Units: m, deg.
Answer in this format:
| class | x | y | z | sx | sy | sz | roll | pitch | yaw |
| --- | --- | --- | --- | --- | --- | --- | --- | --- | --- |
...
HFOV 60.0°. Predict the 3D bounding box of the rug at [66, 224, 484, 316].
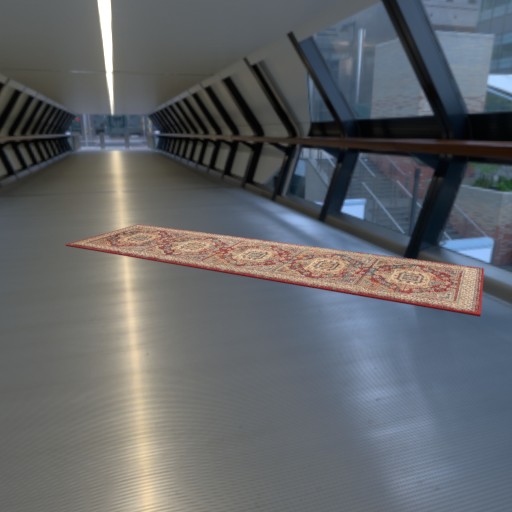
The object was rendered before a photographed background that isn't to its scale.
| class | x | y | z | sx | sy | sz | roll | pitch | yaw |
| --- | --- | --- | --- | --- | --- | --- | --- | --- | --- |
| rug | 0.000 | 0.000 | 2.497 | 2.292 | 0.015 | 0.659 | 8 | 18 | 26 |
